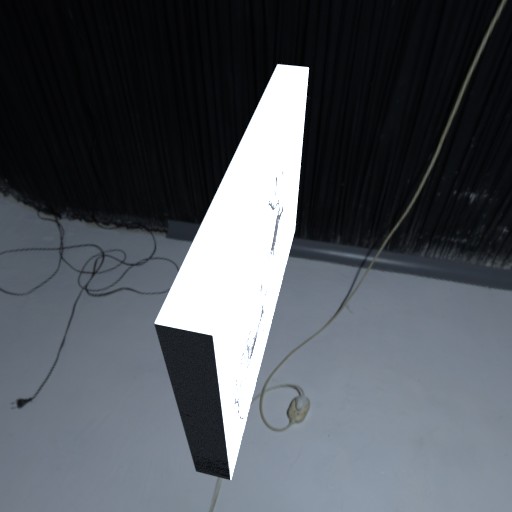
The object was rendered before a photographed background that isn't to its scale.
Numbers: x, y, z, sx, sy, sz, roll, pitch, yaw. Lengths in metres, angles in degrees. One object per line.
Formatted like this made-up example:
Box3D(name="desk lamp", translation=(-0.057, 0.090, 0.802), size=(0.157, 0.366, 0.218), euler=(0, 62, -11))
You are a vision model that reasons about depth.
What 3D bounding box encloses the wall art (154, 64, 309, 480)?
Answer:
Box3D(name="wall art", translation=(0.000, 0.000, 0.486), size=(0.038, 0.259, 0.381), euler=(10, 47, 9))
